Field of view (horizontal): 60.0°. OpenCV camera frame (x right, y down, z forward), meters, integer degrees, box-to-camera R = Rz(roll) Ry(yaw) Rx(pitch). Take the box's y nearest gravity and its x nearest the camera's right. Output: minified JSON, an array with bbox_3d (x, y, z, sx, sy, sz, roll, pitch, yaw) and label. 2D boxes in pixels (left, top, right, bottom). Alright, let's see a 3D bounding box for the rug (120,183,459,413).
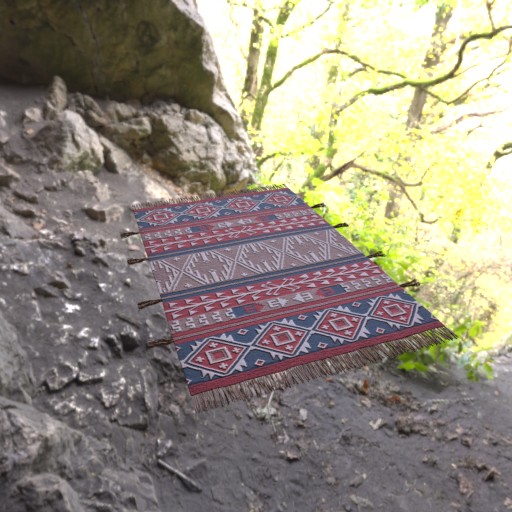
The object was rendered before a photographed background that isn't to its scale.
[{"bbox_3d":[0.000,0.000,2.641,1.469,0.040,2.025,-11,32,-17],"label":"rug"}]
